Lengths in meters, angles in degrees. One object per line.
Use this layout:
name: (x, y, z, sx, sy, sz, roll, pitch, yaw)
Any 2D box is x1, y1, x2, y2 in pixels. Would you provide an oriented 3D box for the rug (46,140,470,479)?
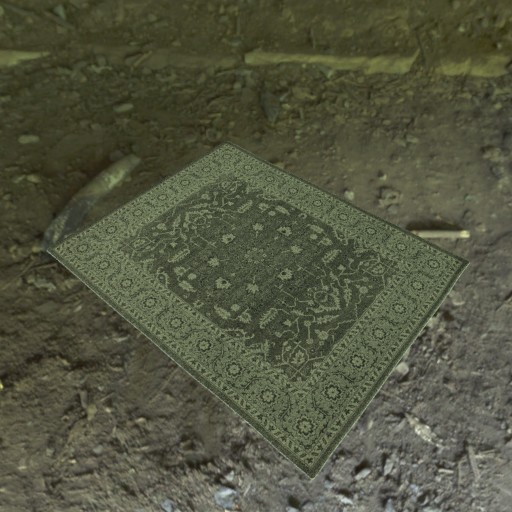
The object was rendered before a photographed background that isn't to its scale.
rug: (0.000, 0.000, 4.088, 3.069, 0.026, 2.451, 32, 55, 26)
